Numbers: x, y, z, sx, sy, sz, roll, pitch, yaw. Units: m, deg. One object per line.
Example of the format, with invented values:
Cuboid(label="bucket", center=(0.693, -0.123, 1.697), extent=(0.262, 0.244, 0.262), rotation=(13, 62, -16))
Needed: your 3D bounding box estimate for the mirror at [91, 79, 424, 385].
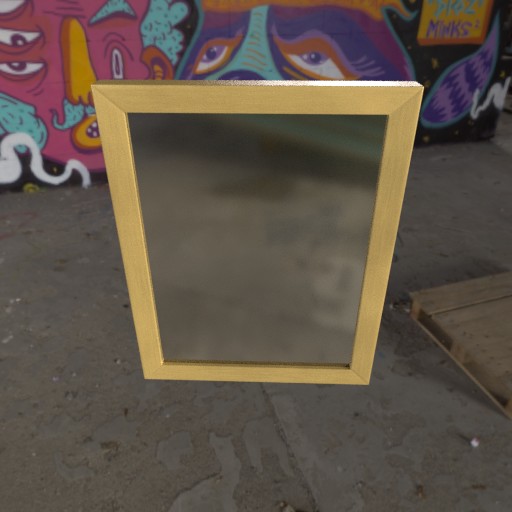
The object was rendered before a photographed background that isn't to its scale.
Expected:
Cuboid(label="mirror", center=(0.000, 0.000, 0.686), extent=(0.405, 0.508, 0.041), rotation=(1, 31, 2))
